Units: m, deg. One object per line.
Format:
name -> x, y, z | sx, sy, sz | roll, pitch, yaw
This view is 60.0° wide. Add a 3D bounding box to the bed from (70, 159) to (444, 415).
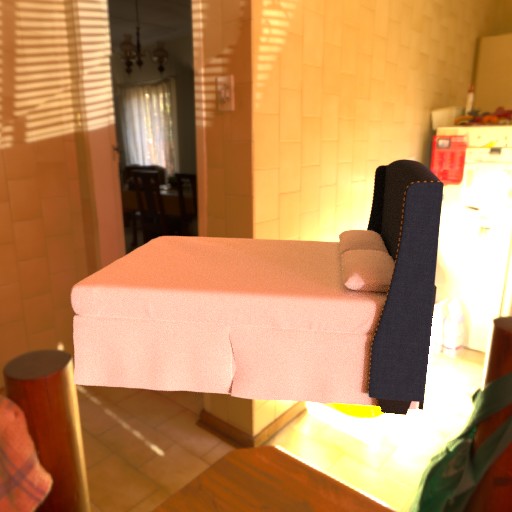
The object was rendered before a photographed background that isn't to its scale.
bed -> 0.000, 0.000, 3.274 | 2.223, 1.402, 1.604 | 2, 15, 9
